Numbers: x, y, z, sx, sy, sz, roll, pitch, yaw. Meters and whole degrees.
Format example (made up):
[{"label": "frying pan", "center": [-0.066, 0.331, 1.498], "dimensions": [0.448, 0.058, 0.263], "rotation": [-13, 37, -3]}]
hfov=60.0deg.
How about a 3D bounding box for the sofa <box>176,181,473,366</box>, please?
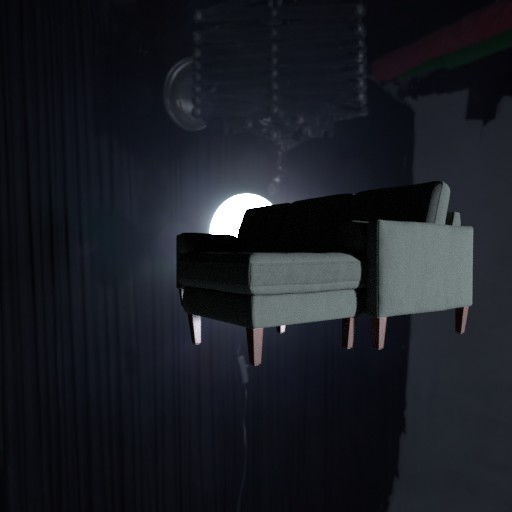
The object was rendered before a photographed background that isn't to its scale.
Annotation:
[{"label": "sofa", "center": [0.000, 0.000, 2.963], "dimensions": [1.506, 0.876, 2.178], "rotation": [0, 1, -35]}]
